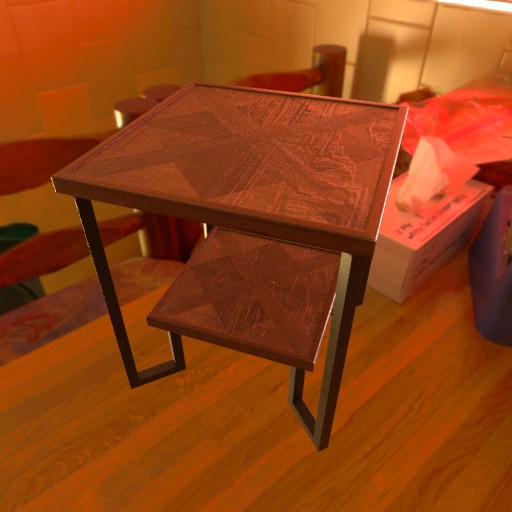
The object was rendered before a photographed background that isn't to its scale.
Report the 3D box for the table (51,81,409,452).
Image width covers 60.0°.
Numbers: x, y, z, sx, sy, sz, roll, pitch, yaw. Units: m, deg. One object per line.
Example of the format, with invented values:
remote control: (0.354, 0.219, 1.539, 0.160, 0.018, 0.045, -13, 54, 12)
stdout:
table: (0.000, 0.000, 0.987, 0.503, 0.563, 0.503, 13, 40, 15)
